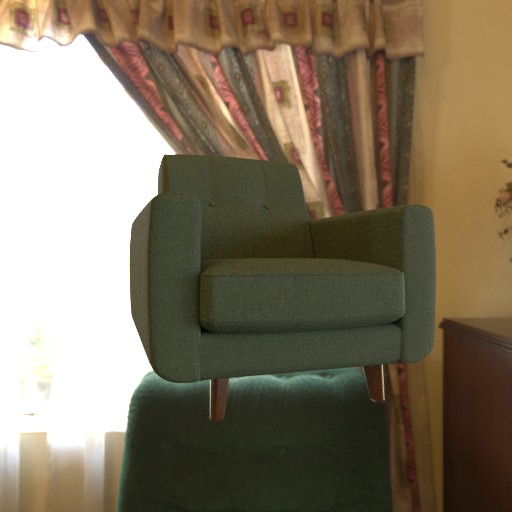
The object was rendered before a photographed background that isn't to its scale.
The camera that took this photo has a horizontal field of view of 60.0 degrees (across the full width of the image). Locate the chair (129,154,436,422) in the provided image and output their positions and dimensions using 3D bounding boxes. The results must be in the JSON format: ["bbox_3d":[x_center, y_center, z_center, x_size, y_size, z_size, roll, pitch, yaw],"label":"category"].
[{"bbox_3d":[0.000,0.000,1.568,0.831,0.841,0.909,0,-1,-19],"label":"chair"}]
